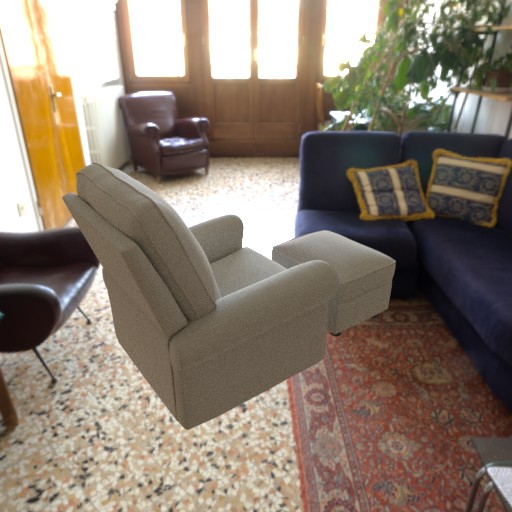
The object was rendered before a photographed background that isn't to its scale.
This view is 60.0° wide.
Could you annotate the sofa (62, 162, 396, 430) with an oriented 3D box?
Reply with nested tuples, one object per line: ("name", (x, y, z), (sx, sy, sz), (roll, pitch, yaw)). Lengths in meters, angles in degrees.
("sofa", (0.000, 0.000, 2.107), (1.478, 0.959, 0.880), (-17, 31, -32))
